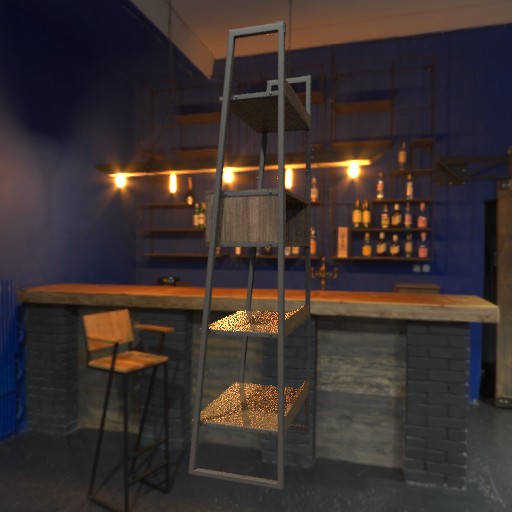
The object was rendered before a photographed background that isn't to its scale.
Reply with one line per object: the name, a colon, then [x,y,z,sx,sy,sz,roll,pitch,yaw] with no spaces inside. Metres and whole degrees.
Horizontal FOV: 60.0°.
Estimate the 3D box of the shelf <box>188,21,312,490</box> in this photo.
shelf: [0.000,0.000,2.268,0.454,2.005,0.652,0,1,17]
